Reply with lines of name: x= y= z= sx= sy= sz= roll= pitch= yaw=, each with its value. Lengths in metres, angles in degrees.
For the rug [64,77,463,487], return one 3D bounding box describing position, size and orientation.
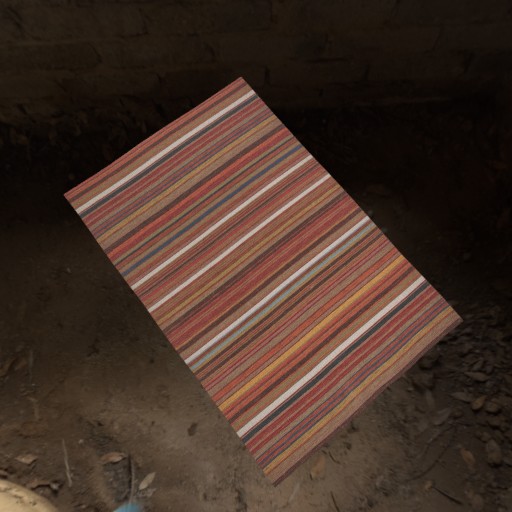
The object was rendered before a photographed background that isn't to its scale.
rug: x=0.000 y=0.000 z=2.307 sx=1.217 sy=0.007 sz=1.828 roll=-37 pitch=78 yaw=-10
